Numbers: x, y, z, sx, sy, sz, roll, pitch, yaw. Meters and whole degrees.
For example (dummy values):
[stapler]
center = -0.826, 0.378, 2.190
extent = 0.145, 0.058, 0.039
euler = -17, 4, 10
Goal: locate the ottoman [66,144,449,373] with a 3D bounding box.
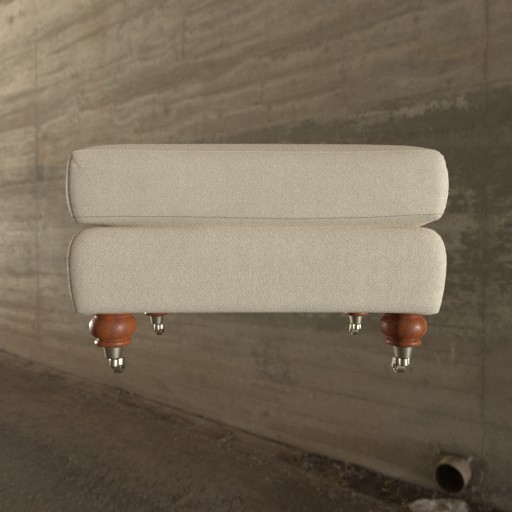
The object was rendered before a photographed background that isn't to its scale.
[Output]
[ottoman]
center = 0.000, 0.000, 1.134
extent = 0.773, 0.499, 0.569
euler = 0, 1, 0
